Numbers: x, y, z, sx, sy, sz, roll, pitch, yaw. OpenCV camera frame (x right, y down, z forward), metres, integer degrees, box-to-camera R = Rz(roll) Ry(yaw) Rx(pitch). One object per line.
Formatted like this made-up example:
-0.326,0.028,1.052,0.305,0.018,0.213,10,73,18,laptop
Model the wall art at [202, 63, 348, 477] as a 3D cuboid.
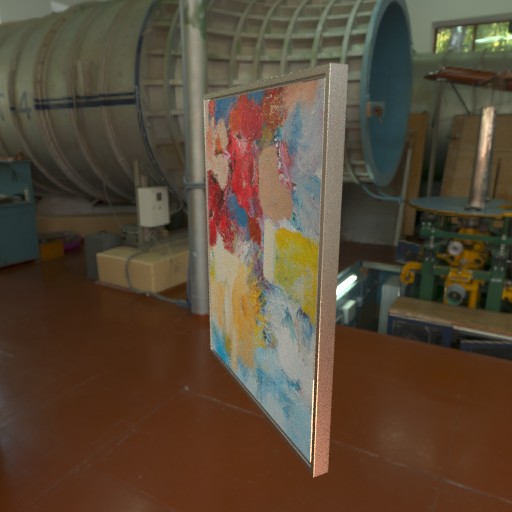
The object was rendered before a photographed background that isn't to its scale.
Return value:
0.000,0.000,0.781,0.025,0.569,0.444,-7,17,-25,wall art
